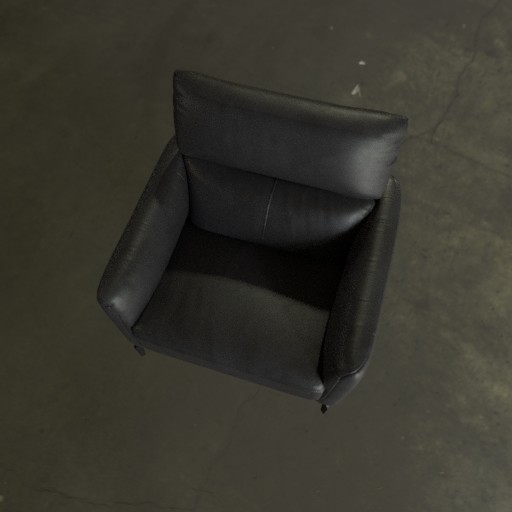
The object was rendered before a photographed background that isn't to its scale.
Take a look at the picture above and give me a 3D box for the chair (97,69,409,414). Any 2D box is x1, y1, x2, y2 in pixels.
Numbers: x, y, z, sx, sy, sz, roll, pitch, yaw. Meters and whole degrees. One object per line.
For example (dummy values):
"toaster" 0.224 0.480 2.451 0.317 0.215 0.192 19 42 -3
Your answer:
"chair" 0.000 0.000 1.674 0.976 0.949 0.809 15 62 8
